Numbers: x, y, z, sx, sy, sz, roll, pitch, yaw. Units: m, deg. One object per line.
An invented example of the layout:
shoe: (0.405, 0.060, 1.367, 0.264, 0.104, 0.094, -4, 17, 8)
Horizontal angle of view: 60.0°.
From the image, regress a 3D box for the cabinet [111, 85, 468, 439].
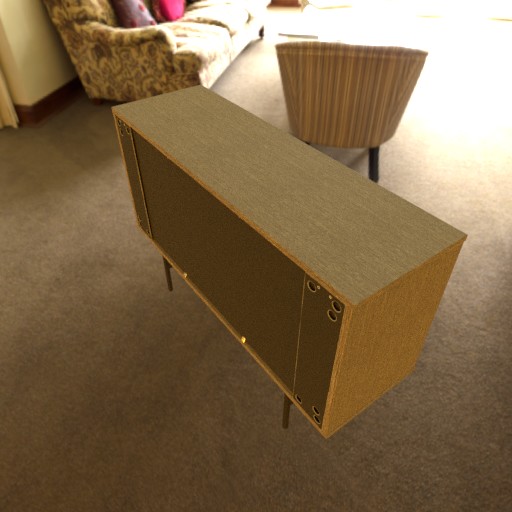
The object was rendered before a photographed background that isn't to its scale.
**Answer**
cabinet: (0.000, 0.000, 1.571, 0.405, 0.787, 1.194, -26, 47, -27)
